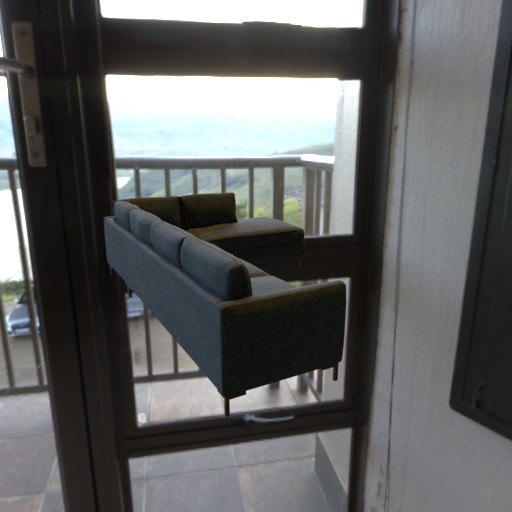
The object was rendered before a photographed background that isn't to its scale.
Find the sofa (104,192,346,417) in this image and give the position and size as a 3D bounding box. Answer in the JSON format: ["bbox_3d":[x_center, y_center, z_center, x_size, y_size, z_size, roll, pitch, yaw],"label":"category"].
[{"bbox_3d":[0.000,0.000,3.879,2.007,0.815,2.949,-8,17,-28],"label":"sofa"}]
